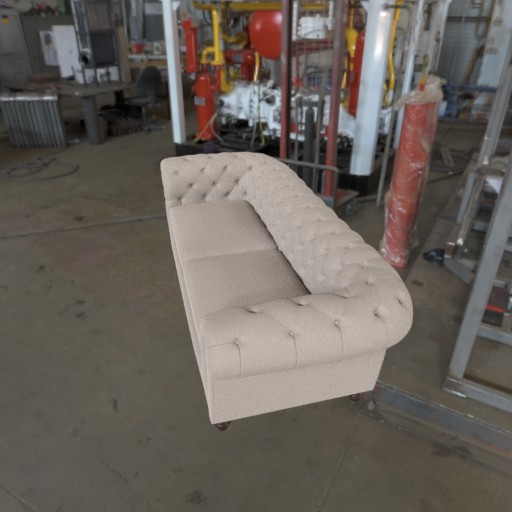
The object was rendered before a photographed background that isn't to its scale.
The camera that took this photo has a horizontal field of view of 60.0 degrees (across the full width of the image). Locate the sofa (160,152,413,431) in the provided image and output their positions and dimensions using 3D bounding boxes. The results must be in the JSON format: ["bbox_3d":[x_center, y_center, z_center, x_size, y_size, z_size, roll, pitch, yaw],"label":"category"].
[{"bbox_3d":[0.000,0.000,2.843,0.991,0.749,2.411,-7,30,-13],"label":"sofa"}]
